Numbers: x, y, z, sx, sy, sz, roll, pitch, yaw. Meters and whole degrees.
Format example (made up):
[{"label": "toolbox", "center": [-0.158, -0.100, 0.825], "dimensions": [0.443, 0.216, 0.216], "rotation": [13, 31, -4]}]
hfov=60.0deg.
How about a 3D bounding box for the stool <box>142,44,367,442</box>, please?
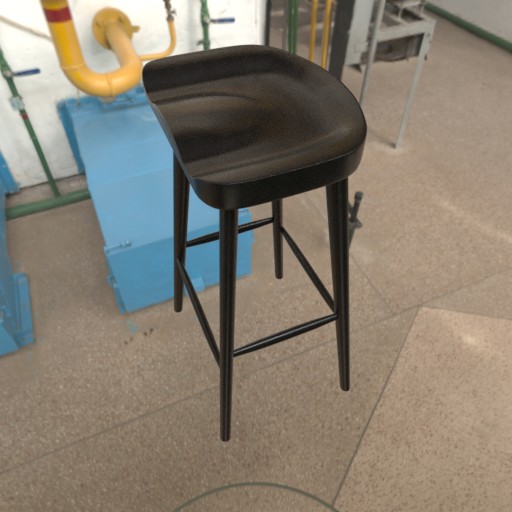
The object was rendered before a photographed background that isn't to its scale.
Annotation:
[{"label": "stool", "center": [0.000, 0.000, 0.980], "dimensions": [0.361, 0.749, 0.440], "rotation": [-17, 49, -15]}]
